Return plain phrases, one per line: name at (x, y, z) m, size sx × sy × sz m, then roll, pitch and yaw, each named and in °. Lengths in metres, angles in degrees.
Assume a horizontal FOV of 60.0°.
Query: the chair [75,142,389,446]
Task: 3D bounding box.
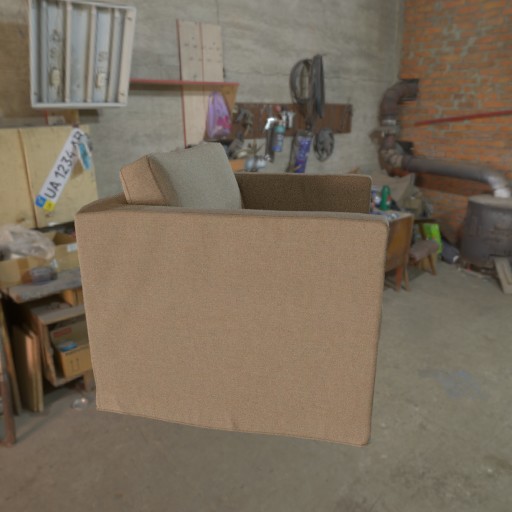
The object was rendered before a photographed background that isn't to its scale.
chair at (0.000, 0.000, 1.791) m, size 0.949 × 0.863 × 1.057 m, roll 3°, pitch 18°, yaw 11°
